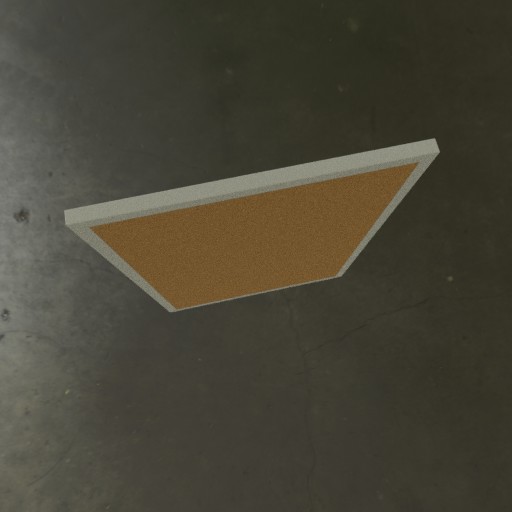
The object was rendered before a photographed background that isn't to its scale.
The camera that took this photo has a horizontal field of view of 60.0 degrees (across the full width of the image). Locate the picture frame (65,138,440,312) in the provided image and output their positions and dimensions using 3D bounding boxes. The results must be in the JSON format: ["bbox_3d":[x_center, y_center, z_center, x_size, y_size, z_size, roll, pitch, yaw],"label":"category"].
[{"bbox_3d":[0.000,0.000,0.563,0.305,0.434,0.013,-12,74,-3],"label":"picture frame"}]
